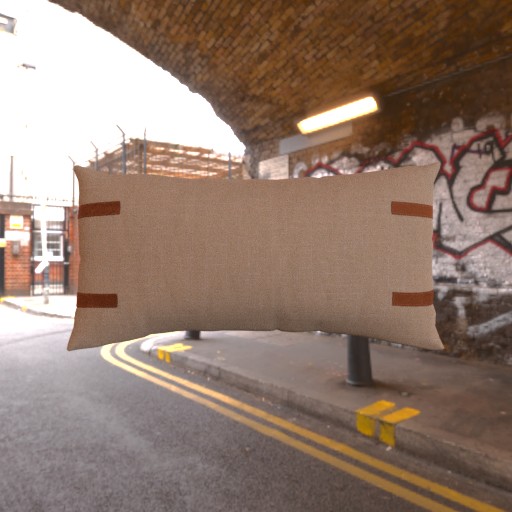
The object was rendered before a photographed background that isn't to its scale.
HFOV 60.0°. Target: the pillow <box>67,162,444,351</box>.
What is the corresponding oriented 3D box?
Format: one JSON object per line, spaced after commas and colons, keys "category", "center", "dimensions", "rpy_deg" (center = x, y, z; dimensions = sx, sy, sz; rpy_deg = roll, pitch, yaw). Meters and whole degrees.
{"category": "pillow", "center": [0.000, 0.000, 0.722], "dimensions": [0.612, 0.308, 0.148], "rpy_deg": [0, -1, 0]}
